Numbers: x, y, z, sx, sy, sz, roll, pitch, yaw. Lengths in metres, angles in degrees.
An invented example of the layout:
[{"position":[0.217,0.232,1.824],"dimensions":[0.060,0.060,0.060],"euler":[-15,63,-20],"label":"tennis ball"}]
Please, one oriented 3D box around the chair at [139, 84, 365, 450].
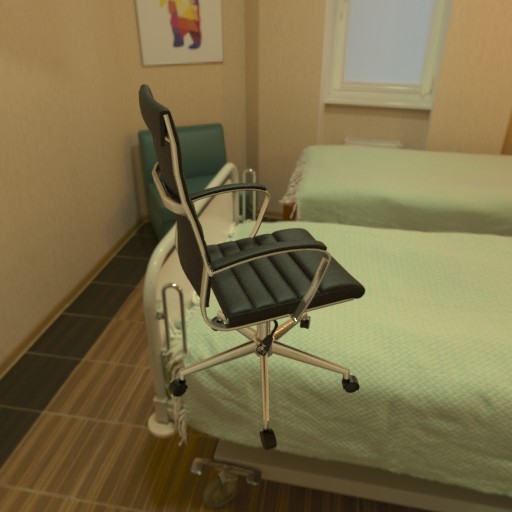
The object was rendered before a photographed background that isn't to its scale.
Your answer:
[{"position":[0.000,0.000,1.614],"dimensions":[0.739,1.149,0.766],"euler":[-10,31,-17],"label":"chair"}]
